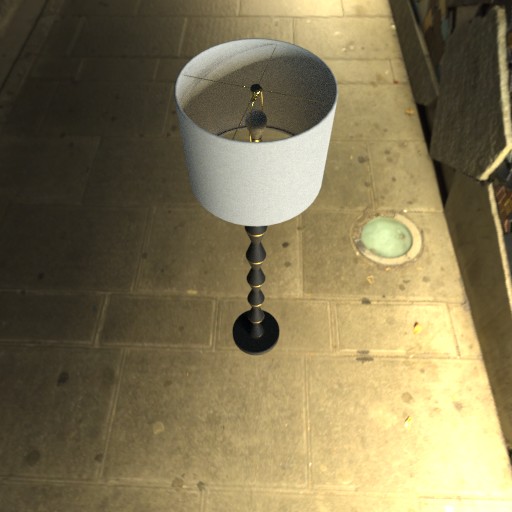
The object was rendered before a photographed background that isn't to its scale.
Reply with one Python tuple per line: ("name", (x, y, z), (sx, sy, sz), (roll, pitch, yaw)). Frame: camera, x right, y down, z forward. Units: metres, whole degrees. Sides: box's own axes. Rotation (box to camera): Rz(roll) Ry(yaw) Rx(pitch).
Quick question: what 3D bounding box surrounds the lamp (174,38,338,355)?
("lamp", (0.000, 0.000, 1.654), (0.381, 1.480, 0.381), (14, 59, 9))
